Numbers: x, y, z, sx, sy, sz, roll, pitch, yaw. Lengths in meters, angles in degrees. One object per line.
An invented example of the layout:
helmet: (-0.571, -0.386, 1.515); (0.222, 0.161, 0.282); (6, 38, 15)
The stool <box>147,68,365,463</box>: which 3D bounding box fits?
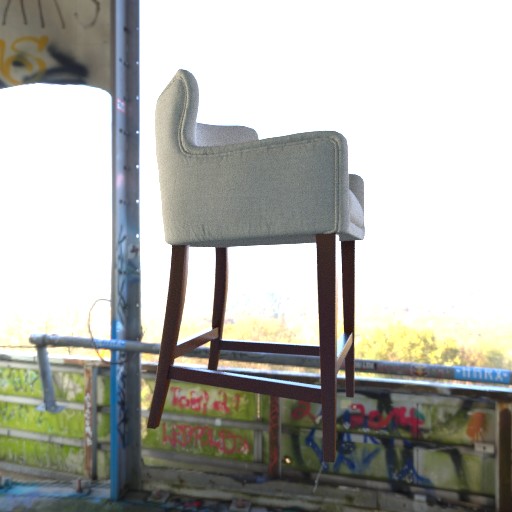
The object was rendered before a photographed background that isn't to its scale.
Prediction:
stool: (0.000, 0.000, 1.400); (0.637, 0.987, 0.615); (0, 0, 17)
